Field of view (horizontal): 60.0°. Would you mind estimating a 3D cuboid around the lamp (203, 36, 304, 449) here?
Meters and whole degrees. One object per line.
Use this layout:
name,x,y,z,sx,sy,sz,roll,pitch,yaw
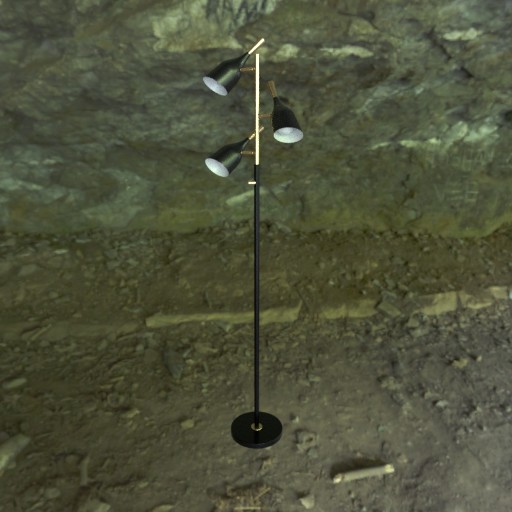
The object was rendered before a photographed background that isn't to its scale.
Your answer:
lamp,0.000,0.000,1.938,0.434,1.778,0.253,8,17,26
